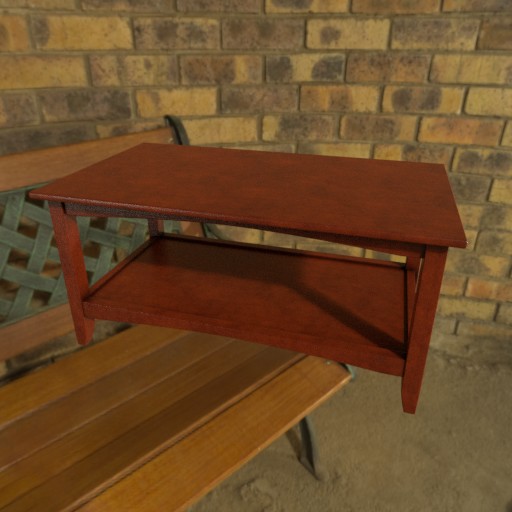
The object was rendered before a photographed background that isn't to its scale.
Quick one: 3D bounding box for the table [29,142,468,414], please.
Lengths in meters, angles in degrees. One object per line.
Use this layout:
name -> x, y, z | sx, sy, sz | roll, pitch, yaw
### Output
table -> 0.000, 0.000, 1.235 | 0.943, 0.456, 0.533 | 8, 28, 15
